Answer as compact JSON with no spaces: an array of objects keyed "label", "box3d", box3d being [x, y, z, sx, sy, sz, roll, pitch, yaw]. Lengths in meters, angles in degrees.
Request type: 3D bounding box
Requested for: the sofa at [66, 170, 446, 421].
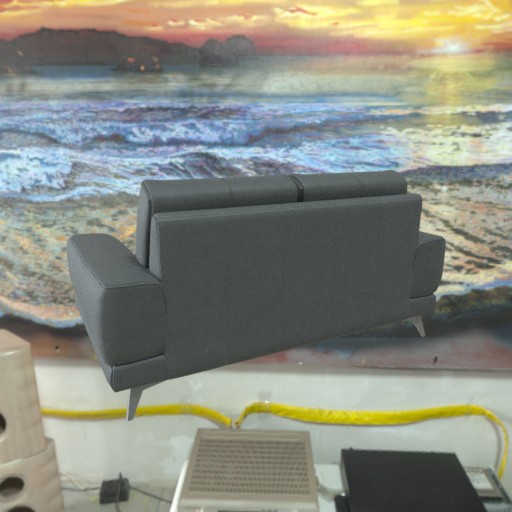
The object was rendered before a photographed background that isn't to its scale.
[{"label":"sofa","box3d":[0.000,0.000,2.375,1.806,0.907,1.018,-8,16,-27]}]
